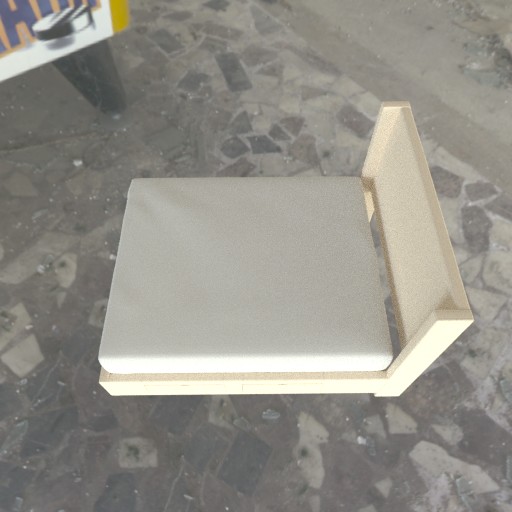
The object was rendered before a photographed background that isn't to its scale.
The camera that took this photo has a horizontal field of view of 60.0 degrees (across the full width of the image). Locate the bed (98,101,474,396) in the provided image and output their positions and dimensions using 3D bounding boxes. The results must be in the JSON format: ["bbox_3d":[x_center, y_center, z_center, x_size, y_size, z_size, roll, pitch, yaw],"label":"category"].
[{"bbox_3d":[0.000,0.000,3.405,2.280,1.471,1.765,0,57,0],"label":"bed"}]
